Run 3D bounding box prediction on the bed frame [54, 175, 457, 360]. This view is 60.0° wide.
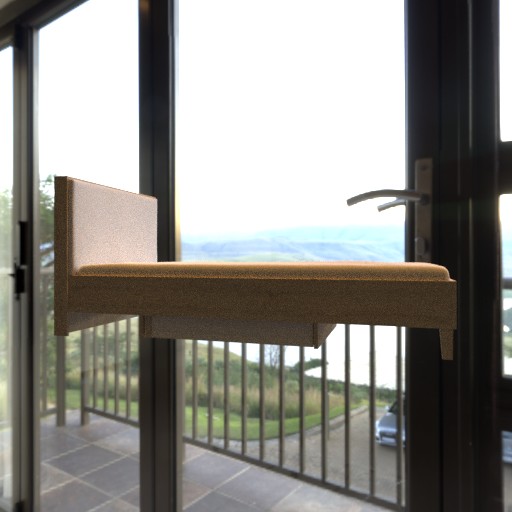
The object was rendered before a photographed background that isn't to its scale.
[{"bbox_3d":[0.000,0.000,2.719,2.140,0.920,0.990,0,0,17],"label":"bed frame"}]
